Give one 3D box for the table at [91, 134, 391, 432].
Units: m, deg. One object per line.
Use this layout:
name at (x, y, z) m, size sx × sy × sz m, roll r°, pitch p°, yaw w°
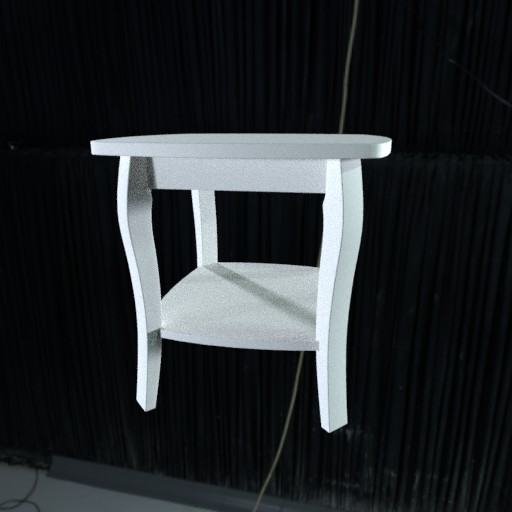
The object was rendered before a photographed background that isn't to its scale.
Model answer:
table at (0.000, 0.000, 0.843) m, size 0.451 × 0.438 × 0.502 m, roll 3°, pitch 17°, yaw 10°
